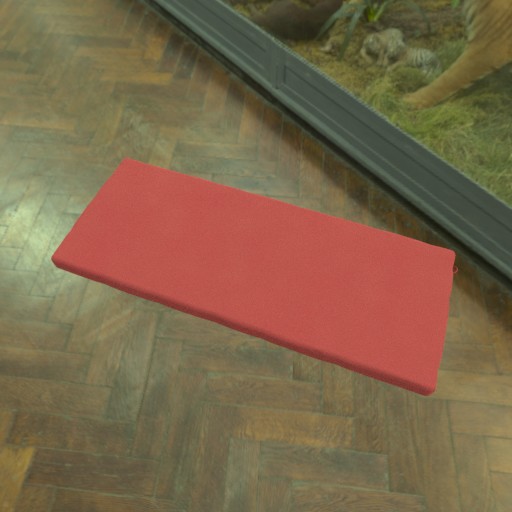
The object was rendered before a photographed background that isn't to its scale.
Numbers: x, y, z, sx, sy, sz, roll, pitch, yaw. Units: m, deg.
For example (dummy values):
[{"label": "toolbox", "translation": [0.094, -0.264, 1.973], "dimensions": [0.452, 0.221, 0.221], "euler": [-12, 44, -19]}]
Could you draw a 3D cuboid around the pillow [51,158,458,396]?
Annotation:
[{"label": "pillow", "translation": [0.000, 0.000, 1.364], "dimensions": [1.187, 0.081, 0.492], "euler": [17, 59, 11]}]
